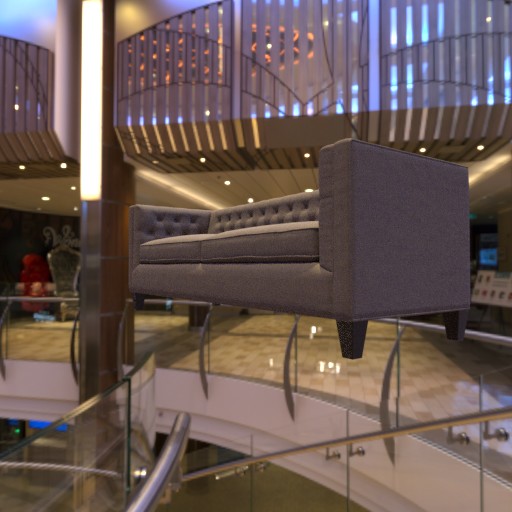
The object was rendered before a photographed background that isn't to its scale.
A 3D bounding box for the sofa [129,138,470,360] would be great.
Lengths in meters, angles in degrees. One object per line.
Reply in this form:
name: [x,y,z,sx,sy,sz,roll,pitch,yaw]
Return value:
sofa: [0.000,0.000,2.590,0.775,0.762,2.159,1,-2,-35]
